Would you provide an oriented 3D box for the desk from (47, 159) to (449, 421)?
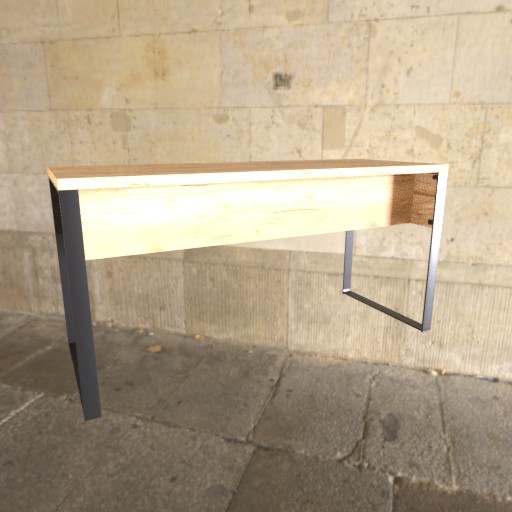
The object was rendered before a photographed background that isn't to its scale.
[{"bbox_3d":[0.000,0.000,1.897,1.520,0.760,0.600,-7,17,-26],"label":"desk"}]
